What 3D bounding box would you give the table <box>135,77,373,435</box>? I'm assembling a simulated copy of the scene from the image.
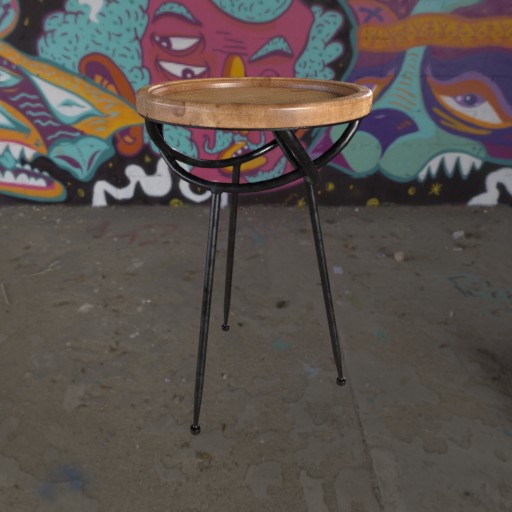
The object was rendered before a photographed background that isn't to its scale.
[{"bbox_3d":[0.000,0.000,0.930,0.418,0.664,0.414,9,29,17],"label":"table"}]
